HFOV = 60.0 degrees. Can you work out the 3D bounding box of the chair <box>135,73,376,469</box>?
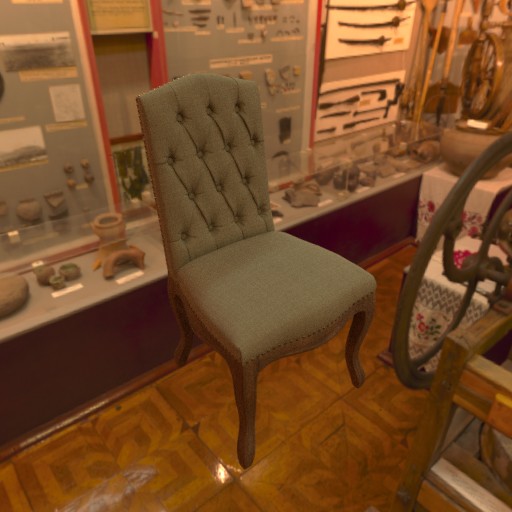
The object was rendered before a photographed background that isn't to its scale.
[{"bbox_3d":[0.000,0.000,1.633,0.637,1.191,0.731,-22,37,-33],"label":"chair"}]
